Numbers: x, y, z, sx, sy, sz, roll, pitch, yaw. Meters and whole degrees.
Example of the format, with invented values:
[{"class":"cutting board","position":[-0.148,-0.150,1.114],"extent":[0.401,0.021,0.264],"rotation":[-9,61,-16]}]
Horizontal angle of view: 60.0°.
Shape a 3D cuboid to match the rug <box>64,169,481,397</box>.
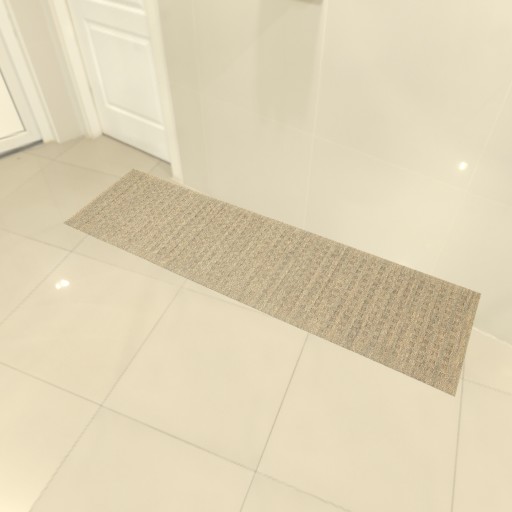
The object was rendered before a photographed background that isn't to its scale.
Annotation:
[{"class":"rug","position":[0.000,0.000,2.628],"extent":[2.437,0.005,0.688],"rotation":[22,50,20]}]
